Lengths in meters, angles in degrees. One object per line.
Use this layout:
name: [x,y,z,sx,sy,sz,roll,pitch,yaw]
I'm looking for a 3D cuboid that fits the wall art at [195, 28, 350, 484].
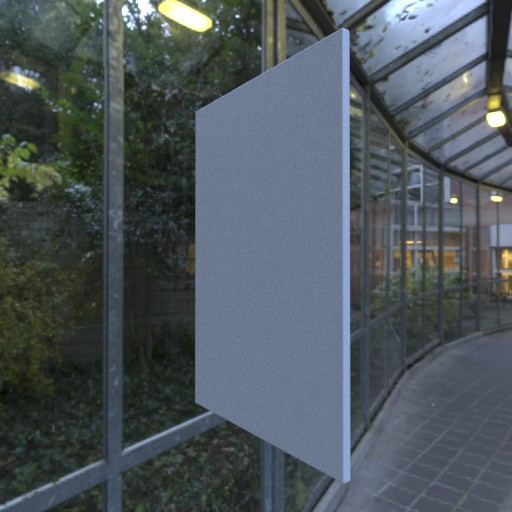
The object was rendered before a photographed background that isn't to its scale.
wall art: [0.000,0.000,0.604,0.011,0.482,0.329,0,-1,-36]
